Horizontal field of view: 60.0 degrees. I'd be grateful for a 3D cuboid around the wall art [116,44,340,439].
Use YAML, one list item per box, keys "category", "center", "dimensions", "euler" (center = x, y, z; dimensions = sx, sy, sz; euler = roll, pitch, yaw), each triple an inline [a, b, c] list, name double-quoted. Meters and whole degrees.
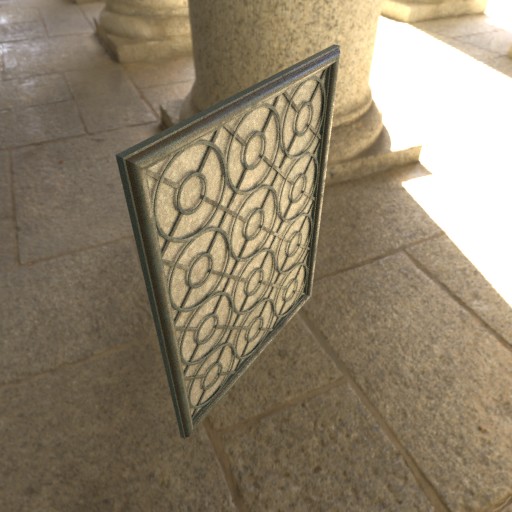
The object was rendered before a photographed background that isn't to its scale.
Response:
- category: "wall art"
  center: [0.000, 0.000, 1.299]
  dimensions: [0.030, 0.983, 0.767]
  euler: [26, 47, 26]
